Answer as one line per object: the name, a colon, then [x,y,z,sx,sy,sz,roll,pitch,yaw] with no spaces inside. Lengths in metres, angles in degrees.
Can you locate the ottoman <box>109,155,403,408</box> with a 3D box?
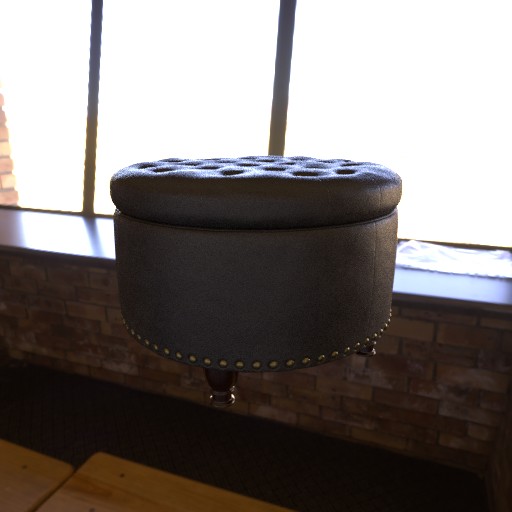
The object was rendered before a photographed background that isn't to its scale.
ottoman: [0.000,0.000,1.055,0.637,0.442,0.637,0,16,0]
